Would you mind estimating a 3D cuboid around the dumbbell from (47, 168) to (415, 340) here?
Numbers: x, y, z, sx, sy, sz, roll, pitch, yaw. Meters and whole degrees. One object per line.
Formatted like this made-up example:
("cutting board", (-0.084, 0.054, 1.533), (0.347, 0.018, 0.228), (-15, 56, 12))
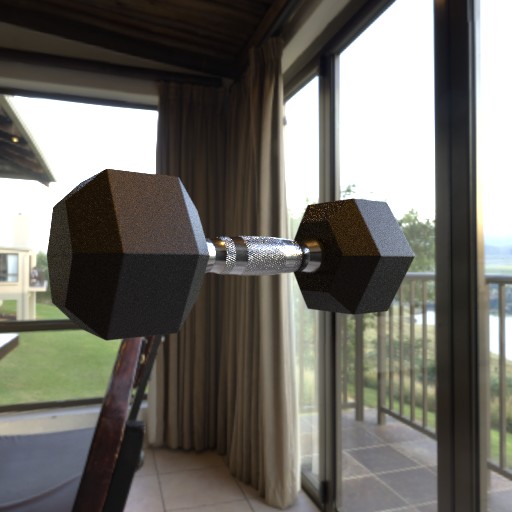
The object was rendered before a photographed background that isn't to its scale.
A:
("dumbbell", (0.000, 0.000, 0.326), (0.272, 0.092, 0.106), (0, -1, -36))
